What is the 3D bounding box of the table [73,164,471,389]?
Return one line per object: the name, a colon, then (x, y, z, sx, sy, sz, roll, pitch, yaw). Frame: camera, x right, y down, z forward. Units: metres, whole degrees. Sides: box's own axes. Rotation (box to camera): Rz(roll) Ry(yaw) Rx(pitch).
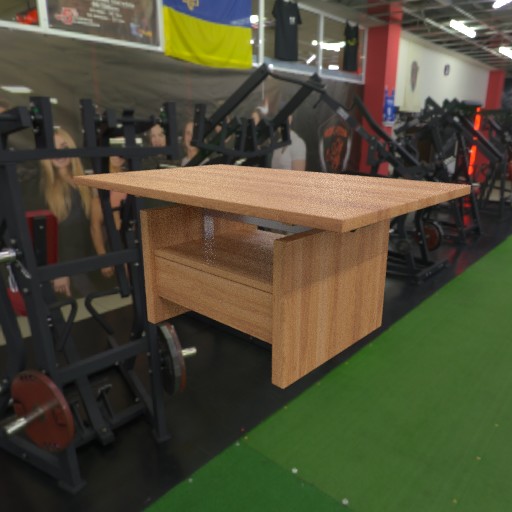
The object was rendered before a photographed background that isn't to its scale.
table: (0.000, 0.000, 1.507, 1.100, 0.510, 0.700, 15, 22, 41)
